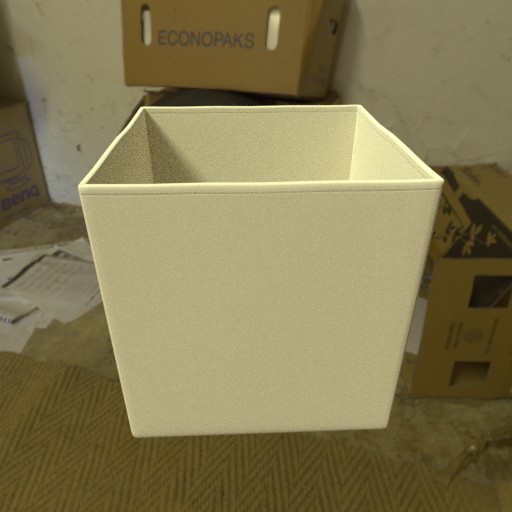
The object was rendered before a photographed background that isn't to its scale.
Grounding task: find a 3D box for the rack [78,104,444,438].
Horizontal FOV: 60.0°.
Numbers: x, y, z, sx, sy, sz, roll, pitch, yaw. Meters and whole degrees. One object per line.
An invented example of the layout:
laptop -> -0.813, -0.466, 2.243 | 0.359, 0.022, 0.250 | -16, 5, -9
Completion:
rack -> 0.000, 0.000, 0.503 | 0.270, 0.280, 0.270 | -1, 31, -2
